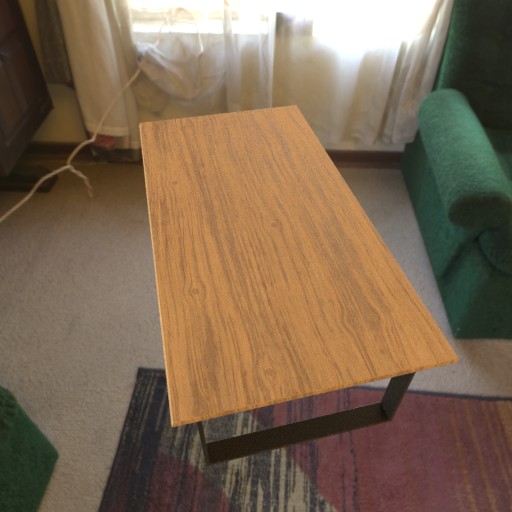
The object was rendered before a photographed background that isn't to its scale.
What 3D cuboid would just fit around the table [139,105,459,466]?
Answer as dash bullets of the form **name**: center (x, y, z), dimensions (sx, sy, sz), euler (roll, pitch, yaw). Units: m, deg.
- **table**: center (0.000, 0.000, 1.620), dimensions (0.693, 0.445, 1.331), euler (-10, 46, -9)
